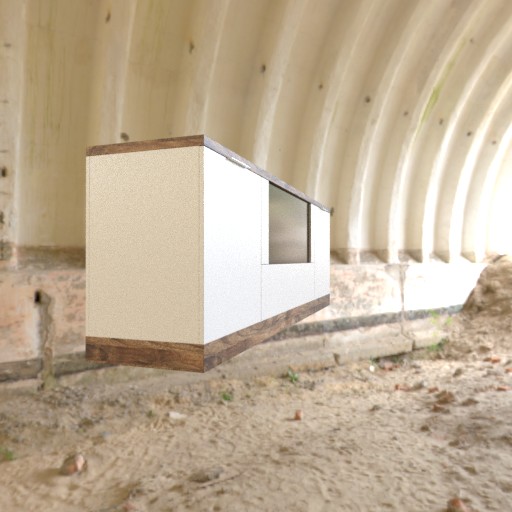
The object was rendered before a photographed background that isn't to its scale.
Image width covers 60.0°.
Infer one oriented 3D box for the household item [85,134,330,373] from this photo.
[{"bbox_3d":[0.000,0.000,2.048,0.390,0.615,1.800,0,0,20],"label":"household item"}]
